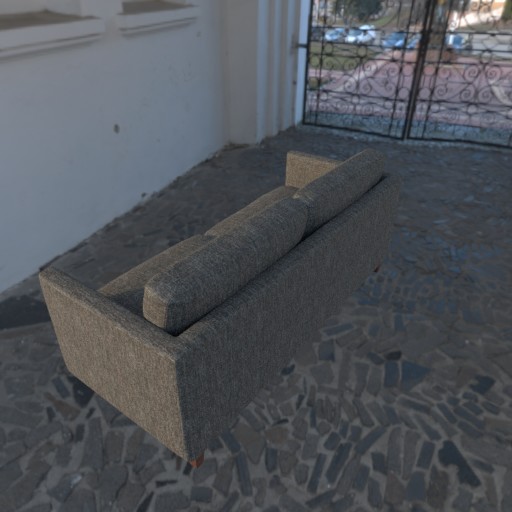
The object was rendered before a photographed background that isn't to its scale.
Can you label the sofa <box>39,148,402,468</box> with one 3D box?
[{"bbox_3d":[0.000,0.000,2.704,0.948,0.960,2.208,22,38,31],"label":"sofa"}]
